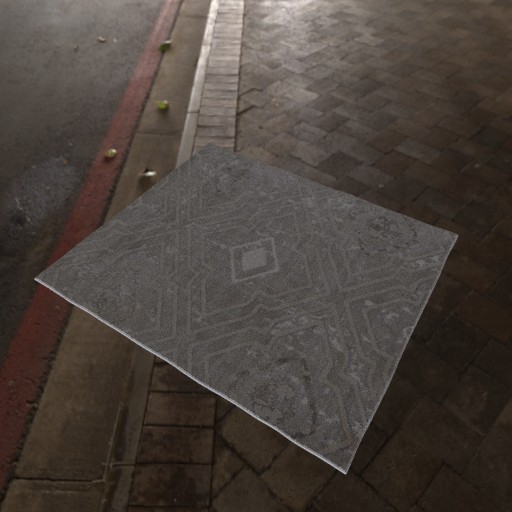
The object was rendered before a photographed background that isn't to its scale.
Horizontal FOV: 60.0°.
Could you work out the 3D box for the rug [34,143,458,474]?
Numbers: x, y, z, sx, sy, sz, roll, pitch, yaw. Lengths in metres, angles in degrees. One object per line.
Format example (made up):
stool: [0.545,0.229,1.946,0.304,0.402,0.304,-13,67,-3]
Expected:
rug: [0.000,0.000,0.870,0.639,0.006,0.548,25,52,22]
